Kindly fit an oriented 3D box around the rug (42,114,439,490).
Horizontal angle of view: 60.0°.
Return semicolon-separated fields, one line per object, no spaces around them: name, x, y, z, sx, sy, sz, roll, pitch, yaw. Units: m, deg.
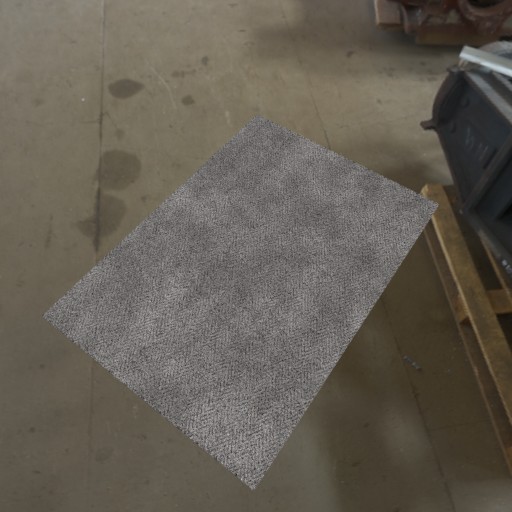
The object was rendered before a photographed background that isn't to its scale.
rug;0.000;0.000;2.926;1.600;0.008;2.235;32;63;18
